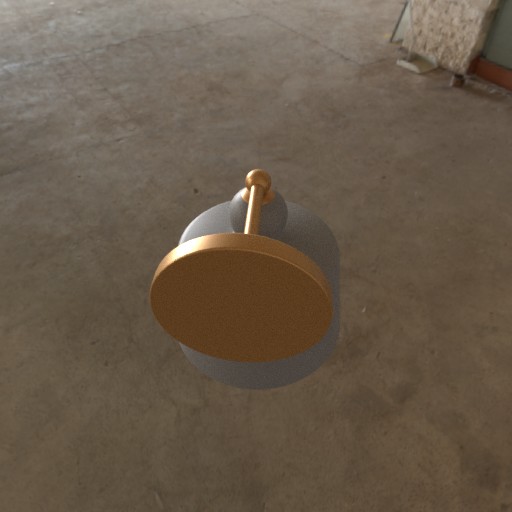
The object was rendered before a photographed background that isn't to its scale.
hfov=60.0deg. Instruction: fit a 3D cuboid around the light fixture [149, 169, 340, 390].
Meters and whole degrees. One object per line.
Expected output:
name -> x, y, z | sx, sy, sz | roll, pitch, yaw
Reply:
light fixture -> 0.000, 0.000, 0.443 | 0.204, 0.268, 0.254 | 4, 45, 3
